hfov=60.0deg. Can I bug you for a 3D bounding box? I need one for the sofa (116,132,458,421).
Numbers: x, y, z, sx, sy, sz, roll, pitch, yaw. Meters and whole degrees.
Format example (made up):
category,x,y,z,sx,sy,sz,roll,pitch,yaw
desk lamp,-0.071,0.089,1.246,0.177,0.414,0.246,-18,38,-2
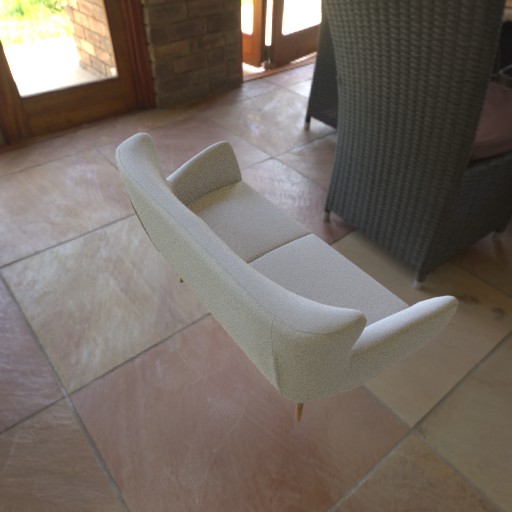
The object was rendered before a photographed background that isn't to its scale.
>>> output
category,x,y,z,sx,sy,sz,roll,pitch,yaw
sofa,0.000,0.000,2.460,0.899,0.890,1.930,-25,47,-26
